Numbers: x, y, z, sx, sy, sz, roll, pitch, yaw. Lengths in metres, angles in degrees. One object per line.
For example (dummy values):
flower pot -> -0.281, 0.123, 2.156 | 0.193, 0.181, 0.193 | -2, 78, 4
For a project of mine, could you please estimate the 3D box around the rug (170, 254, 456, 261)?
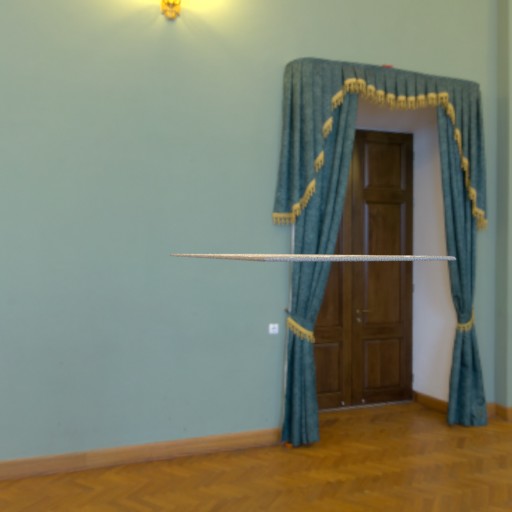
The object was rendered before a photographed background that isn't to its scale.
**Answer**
rug -> 0.000, 0.000, 2.460 | 0.678, 0.014, 2.276 | 0, 0, -18
